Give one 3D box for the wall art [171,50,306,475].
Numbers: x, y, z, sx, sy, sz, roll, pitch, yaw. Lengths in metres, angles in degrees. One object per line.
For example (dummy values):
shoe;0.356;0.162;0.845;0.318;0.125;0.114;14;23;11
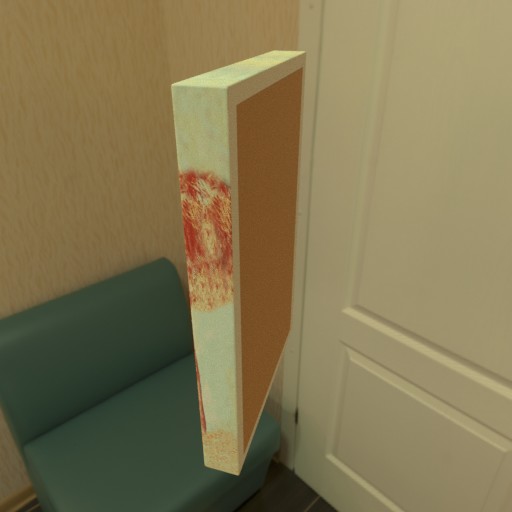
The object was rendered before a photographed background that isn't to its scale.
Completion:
wall art;0.000;0.000;0.473;0.039;0.380;0.251;8;30;15
